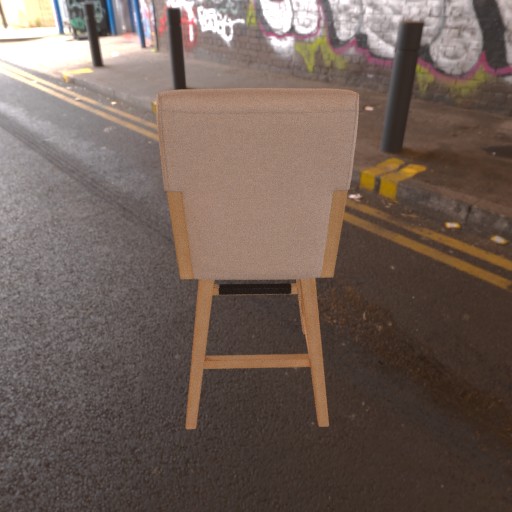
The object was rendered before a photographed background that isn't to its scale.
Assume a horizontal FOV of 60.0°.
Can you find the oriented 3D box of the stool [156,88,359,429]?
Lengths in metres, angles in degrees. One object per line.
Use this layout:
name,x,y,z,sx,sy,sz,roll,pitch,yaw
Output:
stool,0.000,0.000,1.290,0.446,1.015,0.543,-1,31,-1
